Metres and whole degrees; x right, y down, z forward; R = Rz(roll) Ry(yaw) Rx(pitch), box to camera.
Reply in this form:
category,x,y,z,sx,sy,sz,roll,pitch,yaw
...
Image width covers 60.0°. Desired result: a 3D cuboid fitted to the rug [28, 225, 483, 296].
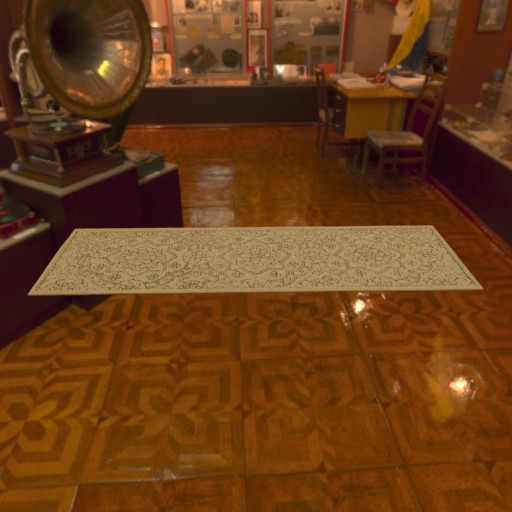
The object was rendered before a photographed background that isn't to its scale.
category,x,y,z,sx,sy,sz,roll,pitch,yaw
rug,0.000,0.000,2.699,2.448,0.012,0.769,-1,31,-1
